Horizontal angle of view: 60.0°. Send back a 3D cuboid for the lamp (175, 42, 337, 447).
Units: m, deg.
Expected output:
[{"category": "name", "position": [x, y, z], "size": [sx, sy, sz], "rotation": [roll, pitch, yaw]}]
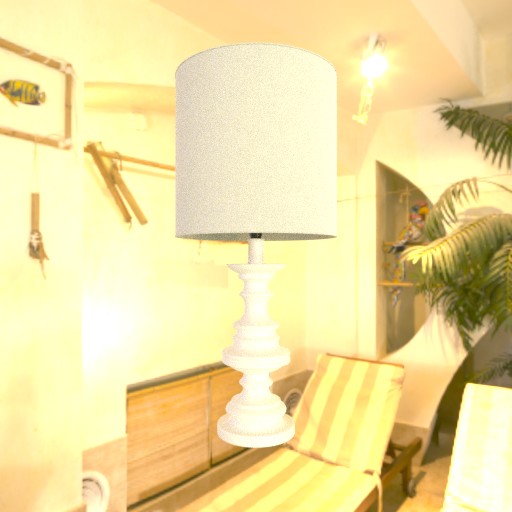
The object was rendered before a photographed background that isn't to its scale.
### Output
[{"category": "lamp", "position": [0.000, 0.000, 0.577], "size": [0.208, 0.455, 0.208], "rotation": [0, -1, 37]}]
